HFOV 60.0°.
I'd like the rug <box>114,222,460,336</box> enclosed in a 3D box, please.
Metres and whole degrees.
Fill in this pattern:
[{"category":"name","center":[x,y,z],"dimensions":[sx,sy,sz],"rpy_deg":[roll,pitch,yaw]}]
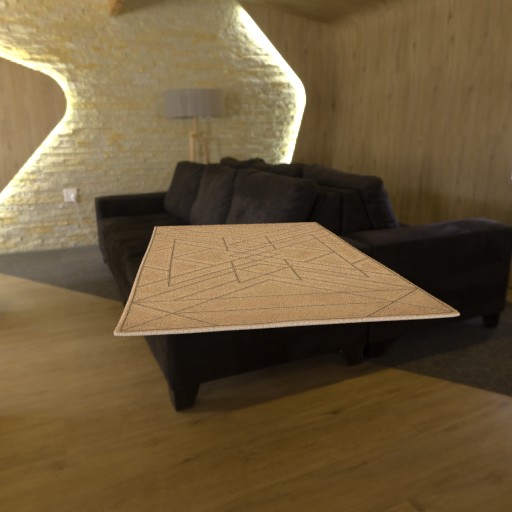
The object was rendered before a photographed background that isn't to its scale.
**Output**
[{"category":"rug","center":[0.000,0.000,3.128],"dimensions":[1.575,0.023,2.459],"rpy_deg":[-2,15,-8]}]
